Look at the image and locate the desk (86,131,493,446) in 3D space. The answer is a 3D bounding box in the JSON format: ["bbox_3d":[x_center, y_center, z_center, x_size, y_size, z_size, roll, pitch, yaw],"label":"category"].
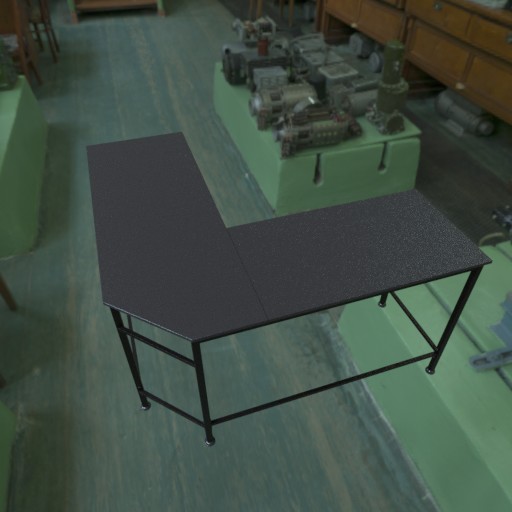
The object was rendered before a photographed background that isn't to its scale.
[{"bbox_3d":[0.000,0.000,2.203,1.379,0.739,1.379,-13,44,-14],"label":"desk"}]
